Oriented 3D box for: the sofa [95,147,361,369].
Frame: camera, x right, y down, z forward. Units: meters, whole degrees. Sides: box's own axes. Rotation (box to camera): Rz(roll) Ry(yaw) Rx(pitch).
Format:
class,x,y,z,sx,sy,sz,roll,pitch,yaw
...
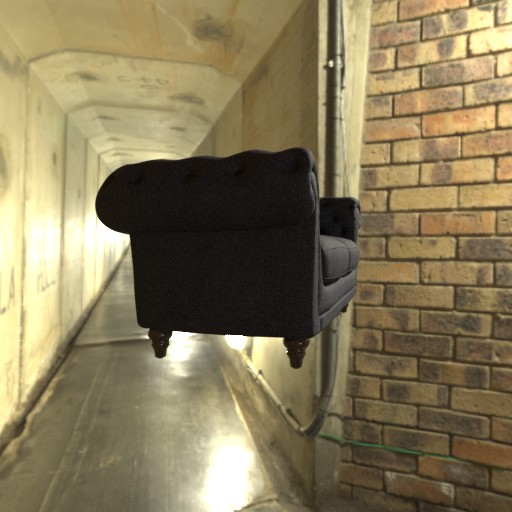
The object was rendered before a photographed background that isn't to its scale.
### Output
class,x,y,z,sx,sy,sz,roll,pitch,yaw
sofa,0.000,0.000,2.552,1.082,0.833,1.988,0,1,18
